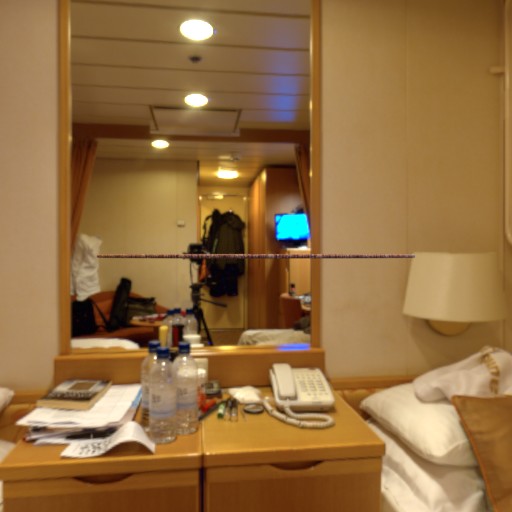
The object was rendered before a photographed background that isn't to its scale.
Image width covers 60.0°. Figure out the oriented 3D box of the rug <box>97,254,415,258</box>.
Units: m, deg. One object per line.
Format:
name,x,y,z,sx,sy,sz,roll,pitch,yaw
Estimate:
rug,0.000,0.000,2.237,1.514,0.015,1.514,0,0,0
